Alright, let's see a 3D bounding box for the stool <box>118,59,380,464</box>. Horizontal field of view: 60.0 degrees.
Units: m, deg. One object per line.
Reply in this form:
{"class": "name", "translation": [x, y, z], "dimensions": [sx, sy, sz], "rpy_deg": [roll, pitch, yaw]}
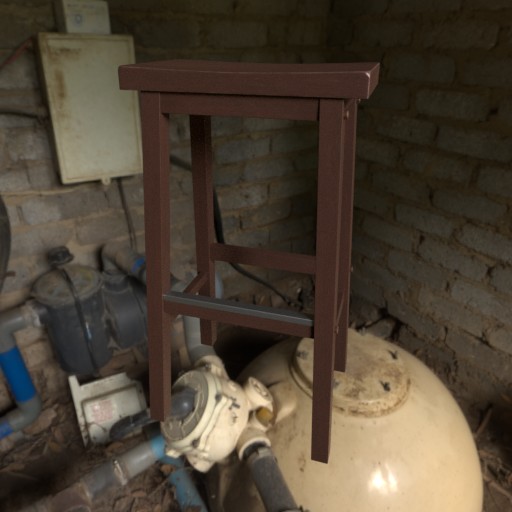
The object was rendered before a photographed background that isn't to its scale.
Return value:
{"class": "stool", "translation": [0.000, 0.000, 0.932], "dimensions": [0.406, 0.742, 0.322], "rpy_deg": [8, 28, 15]}
